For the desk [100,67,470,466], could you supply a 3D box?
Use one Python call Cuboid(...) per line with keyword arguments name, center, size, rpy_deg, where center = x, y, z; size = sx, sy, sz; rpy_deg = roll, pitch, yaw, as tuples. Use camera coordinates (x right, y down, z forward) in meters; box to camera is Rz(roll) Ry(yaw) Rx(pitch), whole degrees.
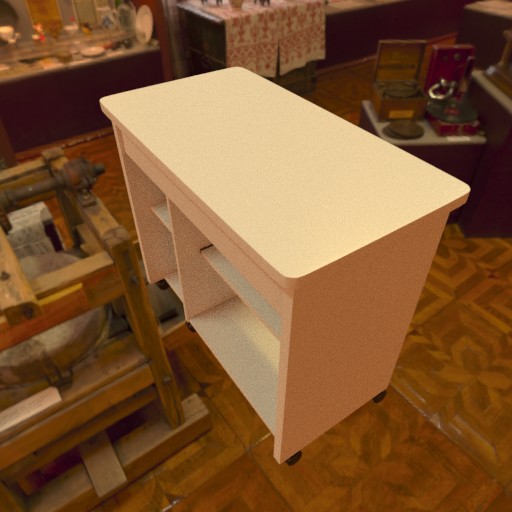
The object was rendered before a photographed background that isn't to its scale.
Cuboid(name="desk", center=(0.000, 0.000, 1.310), size=(0.475, 0.763, 0.877), rpy_deg=(-24, 47, -25))
